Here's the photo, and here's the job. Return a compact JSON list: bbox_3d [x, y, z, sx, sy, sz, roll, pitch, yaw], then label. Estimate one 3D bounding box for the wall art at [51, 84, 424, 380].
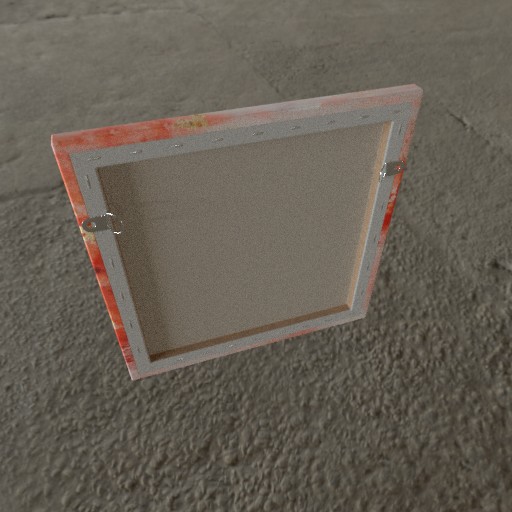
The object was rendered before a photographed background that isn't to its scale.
[{"bbox_3d":[0.000,0.000,1.103,0.747,0.746,0.064,-12,44,-13],"label":"wall art"}]
